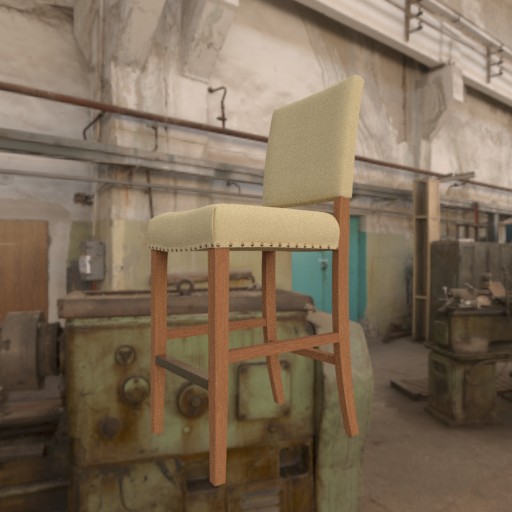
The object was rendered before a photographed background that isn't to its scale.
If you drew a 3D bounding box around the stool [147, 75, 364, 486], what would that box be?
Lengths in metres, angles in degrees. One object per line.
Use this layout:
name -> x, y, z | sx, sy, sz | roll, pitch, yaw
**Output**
stool -> 0.000, 0.000, 1.460 | 0.584, 1.168, 0.445 | 0, 0, -35
